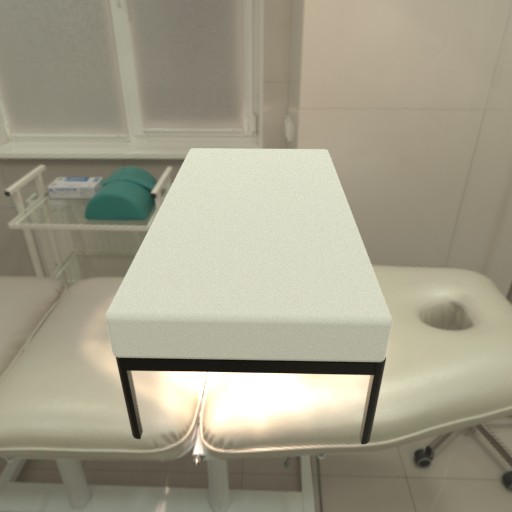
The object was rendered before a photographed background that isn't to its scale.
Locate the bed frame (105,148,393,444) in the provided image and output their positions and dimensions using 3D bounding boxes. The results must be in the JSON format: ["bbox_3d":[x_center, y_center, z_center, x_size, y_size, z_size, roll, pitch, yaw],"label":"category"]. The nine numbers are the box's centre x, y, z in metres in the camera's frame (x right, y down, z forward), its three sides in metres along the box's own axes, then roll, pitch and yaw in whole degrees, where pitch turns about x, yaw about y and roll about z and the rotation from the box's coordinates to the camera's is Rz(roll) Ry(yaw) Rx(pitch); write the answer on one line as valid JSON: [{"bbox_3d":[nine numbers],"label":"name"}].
[{"bbox_3d":[0.000,0.000,2.519,1.023,0.659,1.950,1,30,1],"label":"bed frame"}]
